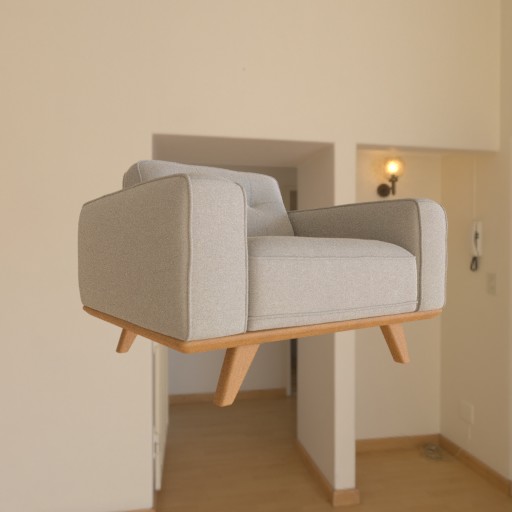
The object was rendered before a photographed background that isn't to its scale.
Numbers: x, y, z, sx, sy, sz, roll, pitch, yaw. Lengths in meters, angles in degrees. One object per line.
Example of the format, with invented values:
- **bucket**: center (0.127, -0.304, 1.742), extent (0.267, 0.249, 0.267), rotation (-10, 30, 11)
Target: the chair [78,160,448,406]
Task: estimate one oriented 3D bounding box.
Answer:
- **chair**: center (0.000, 0.000, 1.699), extent (1.115, 0.779, 0.953), rotation (0, 0, -36)
